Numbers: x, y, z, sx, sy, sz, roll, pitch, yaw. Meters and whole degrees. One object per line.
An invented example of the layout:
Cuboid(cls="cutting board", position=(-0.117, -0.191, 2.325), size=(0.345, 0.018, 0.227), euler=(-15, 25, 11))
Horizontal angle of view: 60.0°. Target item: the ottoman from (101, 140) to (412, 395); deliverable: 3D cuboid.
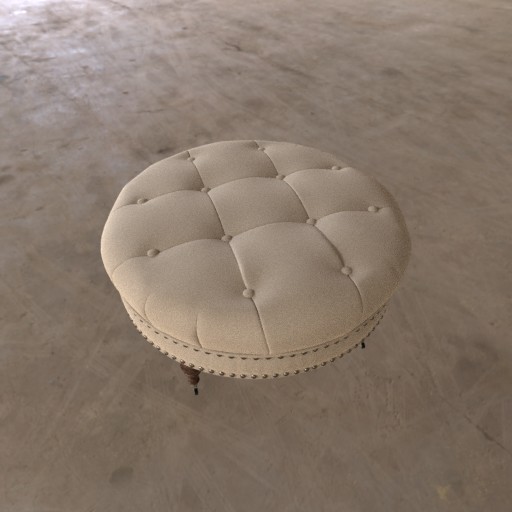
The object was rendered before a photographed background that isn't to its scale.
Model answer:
Cuboid(cls="ottoman", position=(0.000, 0.000, 1.403), size=(0.901, 0.439, 0.901), euler=(0, 41, 0))
